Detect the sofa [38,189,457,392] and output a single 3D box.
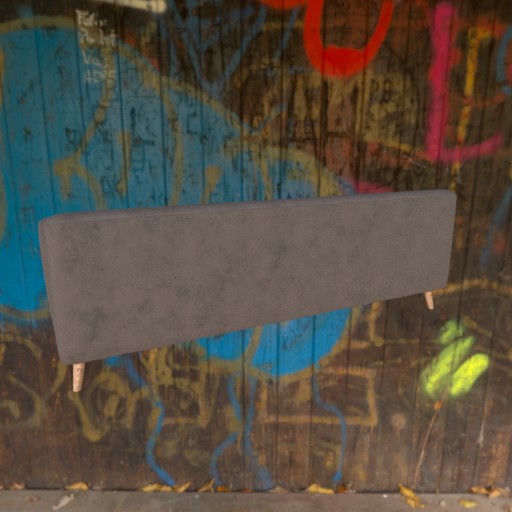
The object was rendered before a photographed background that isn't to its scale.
[{"bbox_3d":[0.000,0.000,2.543,2.190,0.740,0.900,-7,16,-27],"label":"sofa"}]
